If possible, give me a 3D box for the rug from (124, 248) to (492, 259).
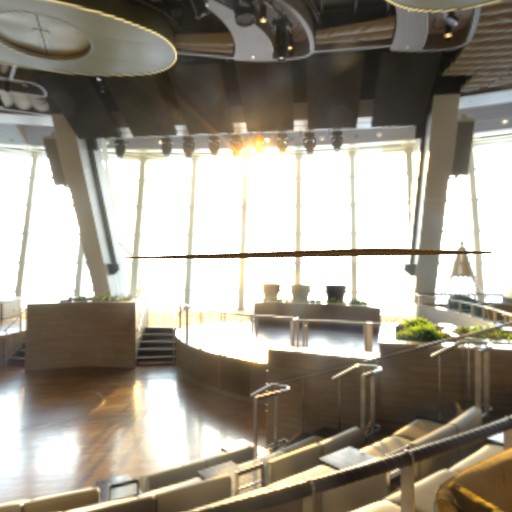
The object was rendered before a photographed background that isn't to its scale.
[{"bbox_3d":[0.000,0.000,2.669,0.775,0.010,2.438,1,-1,-36],"label":"rug"}]
